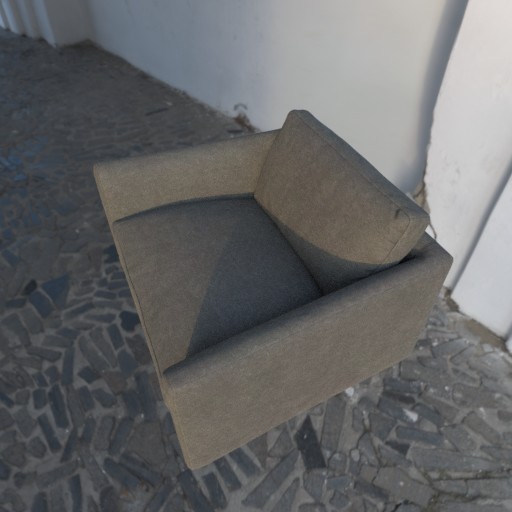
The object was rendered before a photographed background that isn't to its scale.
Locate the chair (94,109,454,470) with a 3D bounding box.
[{"bbox_3d":[0.000,0.000,1.880,1.091,0.845,1.190,-18,48,-17],"label":"chair"}]
